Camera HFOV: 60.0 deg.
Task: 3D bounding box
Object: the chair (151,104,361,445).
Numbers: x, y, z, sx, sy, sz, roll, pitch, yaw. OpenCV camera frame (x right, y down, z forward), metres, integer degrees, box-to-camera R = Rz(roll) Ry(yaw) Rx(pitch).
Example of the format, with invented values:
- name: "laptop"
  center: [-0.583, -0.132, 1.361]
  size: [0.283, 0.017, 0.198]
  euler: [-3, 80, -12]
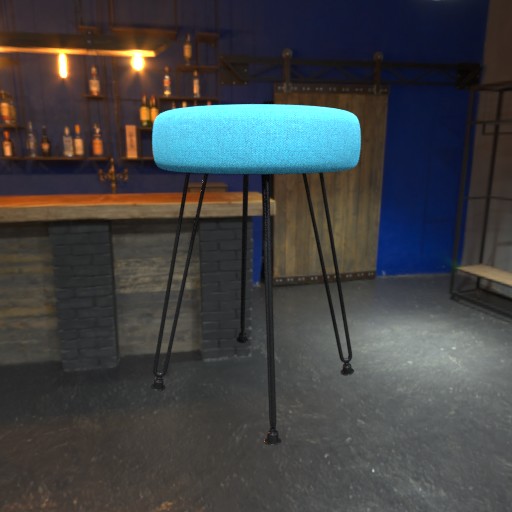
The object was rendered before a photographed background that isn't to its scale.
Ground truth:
- name: "chair"
  center: [0.000, 0.000, 0.702]
  size: [0.350, 0.440, 0.350]
  euler: [-2, 14, -9]
